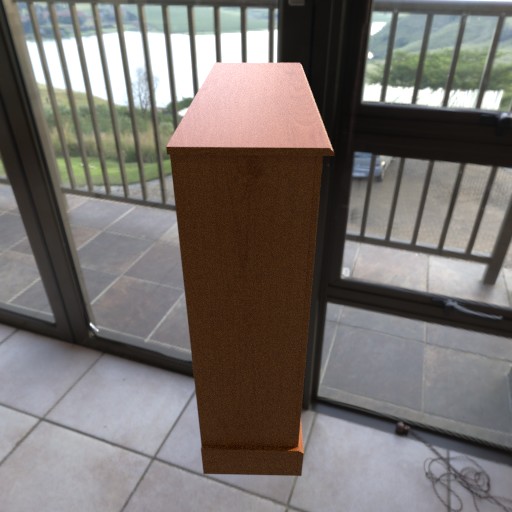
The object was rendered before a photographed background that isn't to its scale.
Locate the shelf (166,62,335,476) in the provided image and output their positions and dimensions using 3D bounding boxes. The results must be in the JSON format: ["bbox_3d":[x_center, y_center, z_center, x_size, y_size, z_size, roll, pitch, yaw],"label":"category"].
[{"bbox_3d":[0.000,0.000,1.376,0.291,0.980,0.840,1,33,1],"label":"shelf"}]
